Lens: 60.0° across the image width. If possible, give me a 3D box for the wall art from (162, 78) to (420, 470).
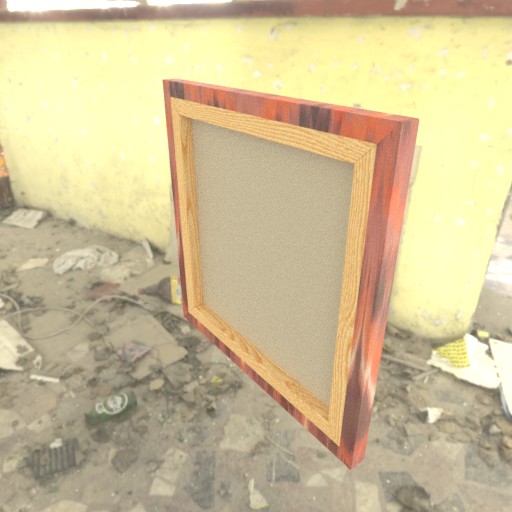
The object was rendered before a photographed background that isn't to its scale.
[{"bbox_3d":[0.000,0.000,0.877,0.037,0.609,0.603,-19,33,-33],"label":"wall art"}]
